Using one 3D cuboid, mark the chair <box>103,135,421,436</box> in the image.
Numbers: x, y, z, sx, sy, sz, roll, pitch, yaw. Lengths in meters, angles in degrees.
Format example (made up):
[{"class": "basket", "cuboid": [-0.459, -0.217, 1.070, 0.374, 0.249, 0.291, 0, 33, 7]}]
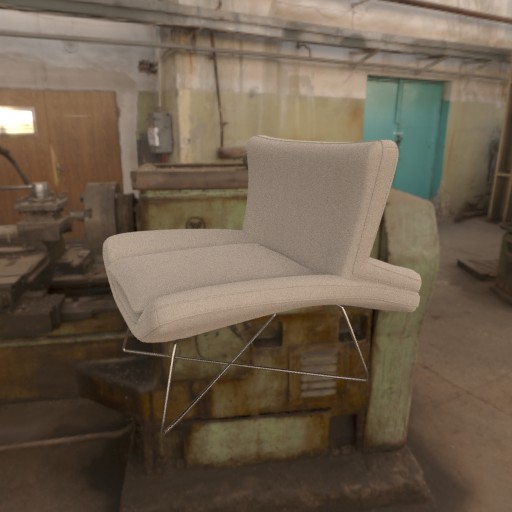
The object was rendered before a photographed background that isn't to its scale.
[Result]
[{"class": "chair", "cuboid": [0.000, 0.000, 1.658, 1.008, 0.855, 0.859, -8, 18, -26]}]
